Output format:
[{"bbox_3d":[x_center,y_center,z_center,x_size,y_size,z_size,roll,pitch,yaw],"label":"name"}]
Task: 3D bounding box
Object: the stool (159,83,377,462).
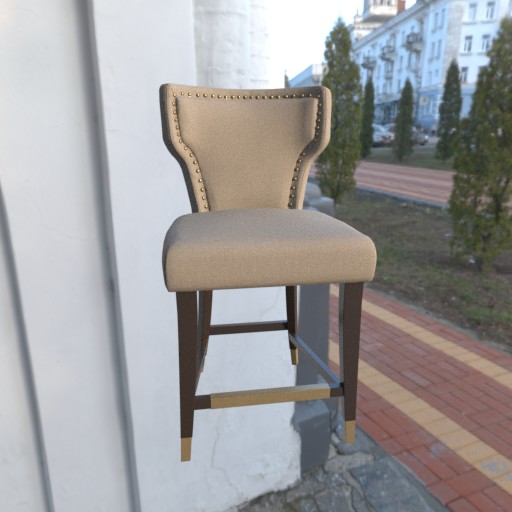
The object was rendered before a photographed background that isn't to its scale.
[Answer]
[{"bbox_3d":[0.000,0.000,1.320,0.527,0.982,0.563,-3,17,-9],"label":"stool"}]
